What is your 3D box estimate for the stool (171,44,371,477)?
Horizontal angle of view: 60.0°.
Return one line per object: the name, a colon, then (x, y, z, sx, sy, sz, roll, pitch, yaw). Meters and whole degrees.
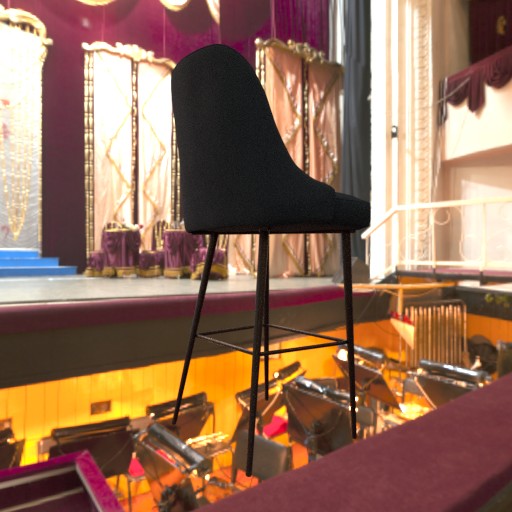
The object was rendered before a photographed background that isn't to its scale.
stool: (0.000, 0.000, 1.351, 0.489, 1.079, 0.527, 0, 0, -37)
